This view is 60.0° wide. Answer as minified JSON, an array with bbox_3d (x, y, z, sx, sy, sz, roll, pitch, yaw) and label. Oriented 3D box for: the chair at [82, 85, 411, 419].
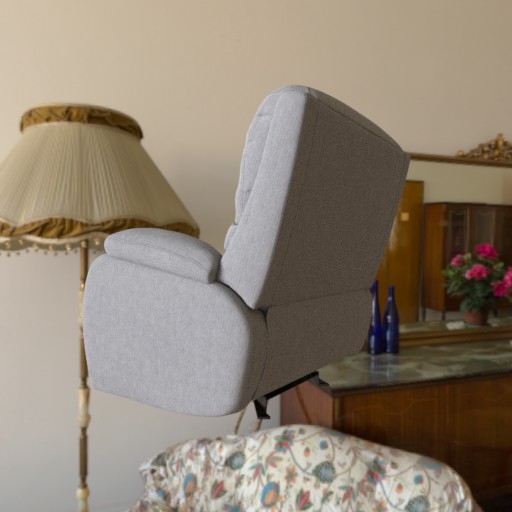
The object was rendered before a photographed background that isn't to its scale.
[{"bbox_3d":[0.000,0.000,1.661,0.899,1.011,0.930,0,1,35],"label":"chair"}]
